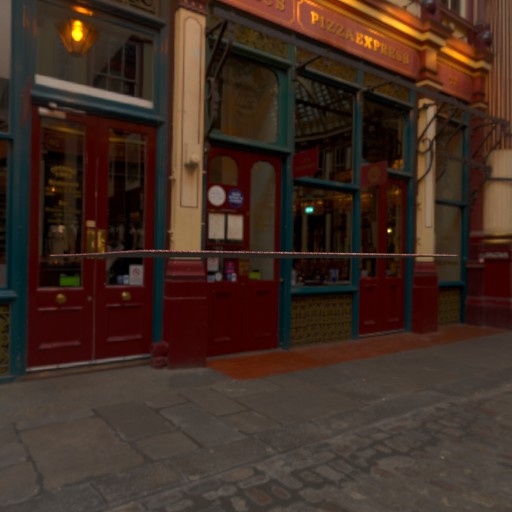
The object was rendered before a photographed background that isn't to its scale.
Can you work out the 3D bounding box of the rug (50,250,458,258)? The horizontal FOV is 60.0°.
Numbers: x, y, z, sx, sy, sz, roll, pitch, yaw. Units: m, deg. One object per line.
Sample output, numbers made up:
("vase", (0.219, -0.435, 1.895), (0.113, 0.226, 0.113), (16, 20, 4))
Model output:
("rug", (0.000, 0.000, 5.258), (3.965, 0.025, 2.803), (1, -1, -36))
